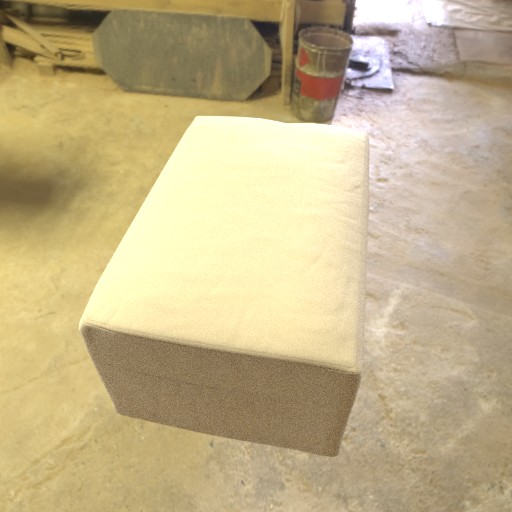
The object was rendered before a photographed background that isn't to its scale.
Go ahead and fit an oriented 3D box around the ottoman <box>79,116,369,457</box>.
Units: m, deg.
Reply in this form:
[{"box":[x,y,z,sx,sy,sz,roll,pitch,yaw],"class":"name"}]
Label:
[{"box":[0.000,0.000,1.226,0.590,0.444,0.872,8,46,8],"class":"ottoman"}]
